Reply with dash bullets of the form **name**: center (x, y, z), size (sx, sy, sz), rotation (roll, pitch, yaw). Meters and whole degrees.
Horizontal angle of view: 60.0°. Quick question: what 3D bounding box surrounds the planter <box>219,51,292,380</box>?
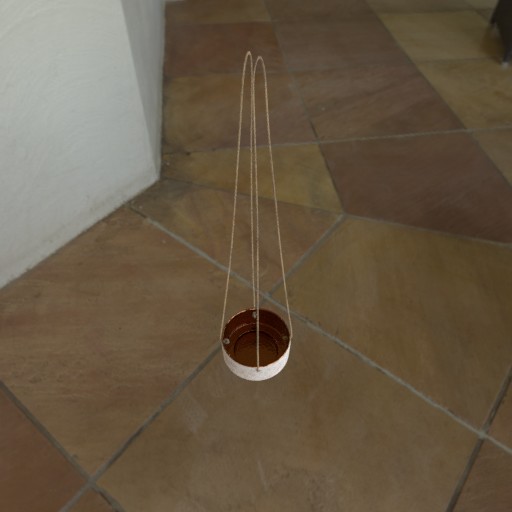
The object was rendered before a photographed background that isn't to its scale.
- **planter**: center (0.000, 0.000, 1.138), size (0.223, 1.030, 0.223), rotation (34, 57, 26)
